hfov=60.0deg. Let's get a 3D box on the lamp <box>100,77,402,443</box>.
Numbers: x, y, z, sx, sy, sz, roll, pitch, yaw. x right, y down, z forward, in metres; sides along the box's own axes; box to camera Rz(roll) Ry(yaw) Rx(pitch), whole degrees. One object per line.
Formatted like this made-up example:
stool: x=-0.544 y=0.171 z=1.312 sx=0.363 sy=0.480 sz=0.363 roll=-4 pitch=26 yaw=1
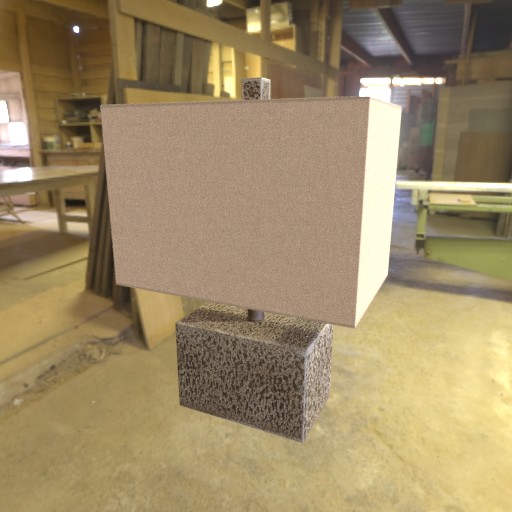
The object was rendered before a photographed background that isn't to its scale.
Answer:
lamp: x=0.000 y=0.000 z=0.551 sx=0.294 sy=0.411 sz=0.180 roll=7 pitch=17 yaw=24
